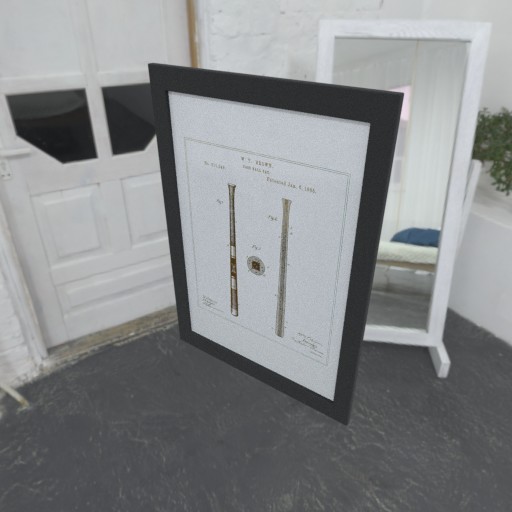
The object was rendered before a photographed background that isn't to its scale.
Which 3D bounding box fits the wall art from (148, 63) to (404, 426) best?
[{"bbox_3d":[0.000,0.000,0.693,0.374,0.529,0.012,20,37,29],"label":"wall art"}]
